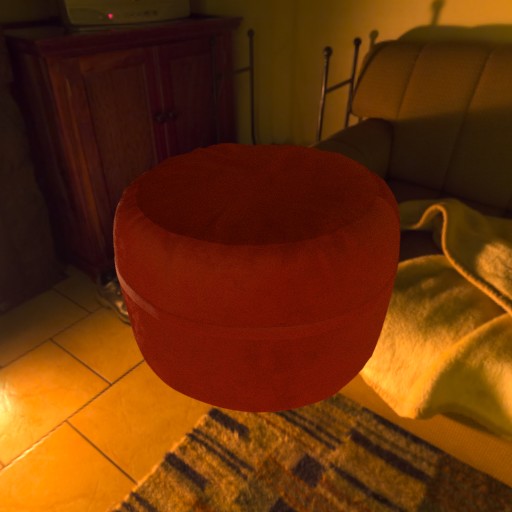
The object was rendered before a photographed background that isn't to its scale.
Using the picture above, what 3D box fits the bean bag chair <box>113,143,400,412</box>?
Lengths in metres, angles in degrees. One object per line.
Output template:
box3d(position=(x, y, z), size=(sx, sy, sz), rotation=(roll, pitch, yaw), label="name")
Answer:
box3d(position=(0.000, 0.000, 1.996), size=(1.219, 0.762, 1.219), rotation=(0, 33, 0), label="bean bag chair")
